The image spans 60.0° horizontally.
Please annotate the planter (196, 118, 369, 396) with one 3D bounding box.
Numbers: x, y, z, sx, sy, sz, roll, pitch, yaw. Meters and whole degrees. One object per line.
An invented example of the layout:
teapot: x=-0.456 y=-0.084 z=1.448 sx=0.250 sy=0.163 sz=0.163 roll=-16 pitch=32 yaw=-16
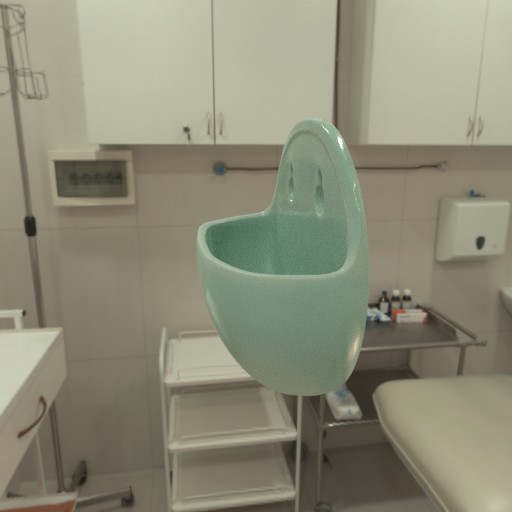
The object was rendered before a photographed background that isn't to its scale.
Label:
planter: x=0.000 y=0.000 z=0.274 sx=0.073 sy=0.164 sz=0.189 roll=-2 pitch=14 yaw=-9
